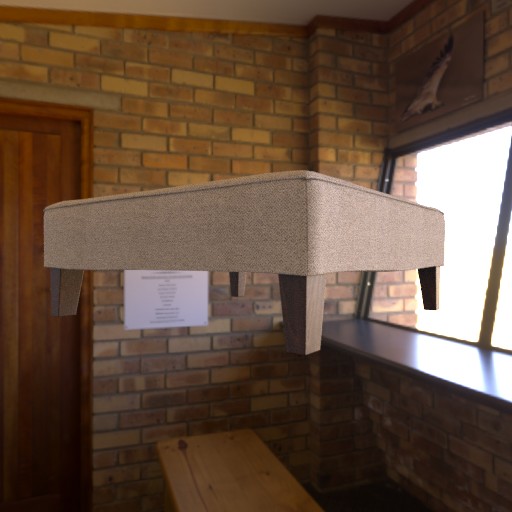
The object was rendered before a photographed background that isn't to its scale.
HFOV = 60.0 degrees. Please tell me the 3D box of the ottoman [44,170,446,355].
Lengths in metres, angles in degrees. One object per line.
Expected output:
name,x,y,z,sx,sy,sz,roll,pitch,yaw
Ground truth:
ottoman,0.000,0.000,1.488,0.982,0.381,0.973,0,0,37
